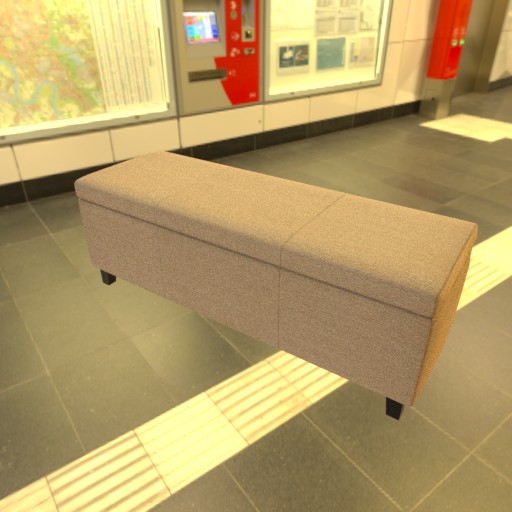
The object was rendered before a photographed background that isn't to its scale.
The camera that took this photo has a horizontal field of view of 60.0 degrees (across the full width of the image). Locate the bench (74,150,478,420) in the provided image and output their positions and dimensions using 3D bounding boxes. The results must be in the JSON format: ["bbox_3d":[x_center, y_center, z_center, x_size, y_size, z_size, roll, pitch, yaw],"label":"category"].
[{"bbox_3d":[0.000,0.000,1.506,1.269,0.438,0.446,19,35,29],"label":"bench"}]
